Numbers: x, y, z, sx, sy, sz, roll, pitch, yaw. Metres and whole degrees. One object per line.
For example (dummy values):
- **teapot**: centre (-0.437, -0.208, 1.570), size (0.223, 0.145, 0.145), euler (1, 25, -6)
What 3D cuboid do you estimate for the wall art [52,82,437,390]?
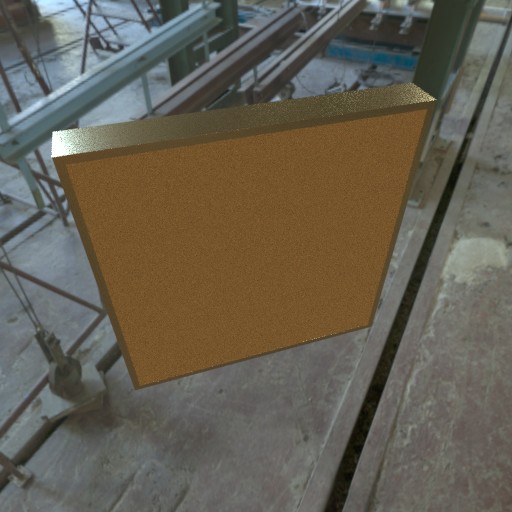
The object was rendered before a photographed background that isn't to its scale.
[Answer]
- **wall art**: centre (0.000, 0.000, 0.453), size (0.304, 0.304, 0.038), euler (-12, 44, -13)
